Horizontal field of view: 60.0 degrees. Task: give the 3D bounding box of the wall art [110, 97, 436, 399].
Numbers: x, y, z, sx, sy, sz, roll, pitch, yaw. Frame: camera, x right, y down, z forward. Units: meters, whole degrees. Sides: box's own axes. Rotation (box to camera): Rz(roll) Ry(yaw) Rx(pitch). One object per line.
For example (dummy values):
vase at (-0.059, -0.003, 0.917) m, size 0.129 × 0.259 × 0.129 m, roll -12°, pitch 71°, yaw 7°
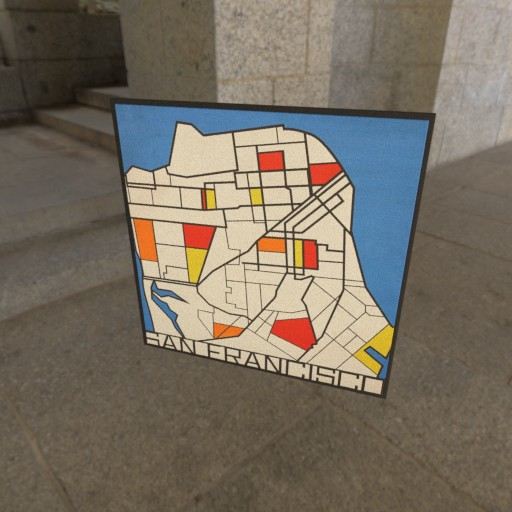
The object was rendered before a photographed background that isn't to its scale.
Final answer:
wall art at (0.000, 0.000, 1.018) m, size 0.664 × 0.663 × 0.015 m, roll 9°, pitch 28°, yaw 16°
